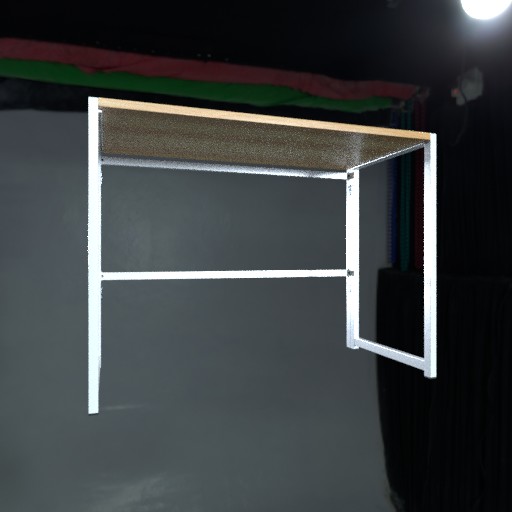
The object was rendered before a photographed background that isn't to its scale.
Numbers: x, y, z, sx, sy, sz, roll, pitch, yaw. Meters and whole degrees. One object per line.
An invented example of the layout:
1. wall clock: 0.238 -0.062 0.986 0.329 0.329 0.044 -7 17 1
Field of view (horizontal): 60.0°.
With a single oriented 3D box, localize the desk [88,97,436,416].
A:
1. desk: 0.000 0.000 1.457 1.016 0.762 0.508 0 0 -19
